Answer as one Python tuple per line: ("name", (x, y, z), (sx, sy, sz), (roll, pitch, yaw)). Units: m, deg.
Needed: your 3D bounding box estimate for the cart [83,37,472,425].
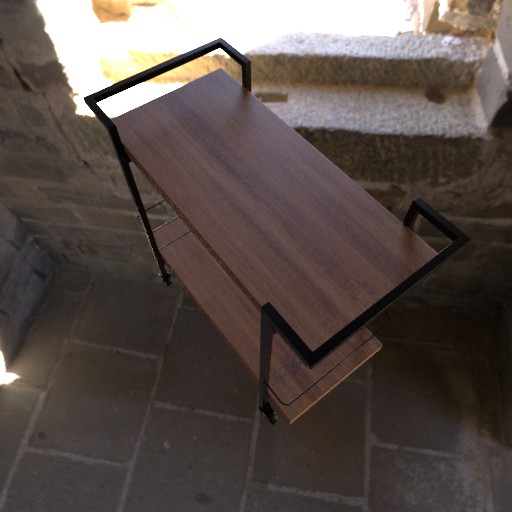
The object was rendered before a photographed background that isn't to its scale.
("cart", (0.000, 0.000, 1.250), (0.406, 0.762, 0.806), (-33, 64, -19))
